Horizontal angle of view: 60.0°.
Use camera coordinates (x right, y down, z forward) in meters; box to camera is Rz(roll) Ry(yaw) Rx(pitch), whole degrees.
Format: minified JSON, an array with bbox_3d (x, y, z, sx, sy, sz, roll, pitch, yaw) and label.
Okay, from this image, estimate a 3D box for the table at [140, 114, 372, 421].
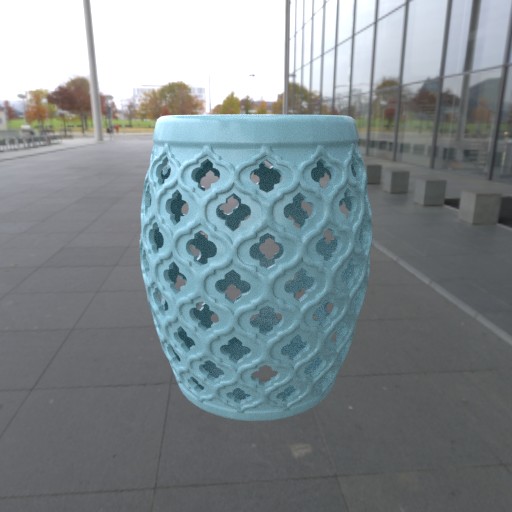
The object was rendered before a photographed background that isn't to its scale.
[{"bbox_3d":[0.000,0.000,0.646,0.325,0.388,0.325,0,17,0],"label":"table"}]
